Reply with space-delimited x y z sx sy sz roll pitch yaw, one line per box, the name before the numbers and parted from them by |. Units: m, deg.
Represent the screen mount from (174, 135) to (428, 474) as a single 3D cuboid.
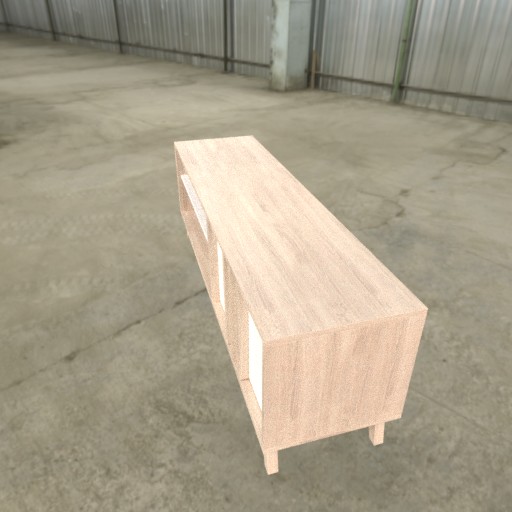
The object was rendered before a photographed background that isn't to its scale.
screen mount | 0.000 0.000 1.736 0.400 0.510 1.500 -9 32 -14
